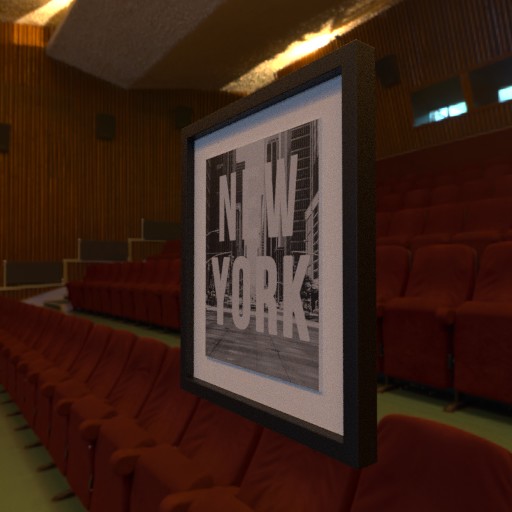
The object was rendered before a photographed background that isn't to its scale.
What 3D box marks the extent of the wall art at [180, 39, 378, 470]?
[{"bbox_3d":[0.000,0.000,0.529,0.028,0.381,0.328,1,-2,-38],"label":"wall art"}]
